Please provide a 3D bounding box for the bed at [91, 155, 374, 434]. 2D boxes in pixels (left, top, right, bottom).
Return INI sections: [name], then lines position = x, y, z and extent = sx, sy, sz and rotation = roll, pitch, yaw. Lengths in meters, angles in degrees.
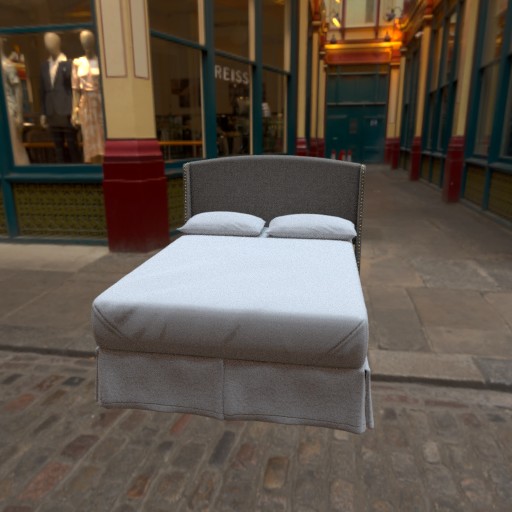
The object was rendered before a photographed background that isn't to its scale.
[bed]
position = 0.000, 0.000, 3.404
extent = 1.710, 1.407, 2.237
rotation = 2, 16, 9
